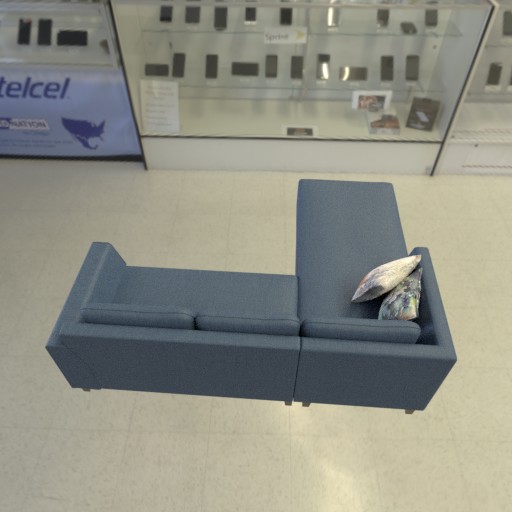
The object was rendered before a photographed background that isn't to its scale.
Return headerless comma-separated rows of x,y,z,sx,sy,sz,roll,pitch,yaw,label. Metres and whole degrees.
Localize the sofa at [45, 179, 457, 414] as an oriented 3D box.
0.000,0.000,3.061,2.120,0.787,1.829,3,47,3,sofa
